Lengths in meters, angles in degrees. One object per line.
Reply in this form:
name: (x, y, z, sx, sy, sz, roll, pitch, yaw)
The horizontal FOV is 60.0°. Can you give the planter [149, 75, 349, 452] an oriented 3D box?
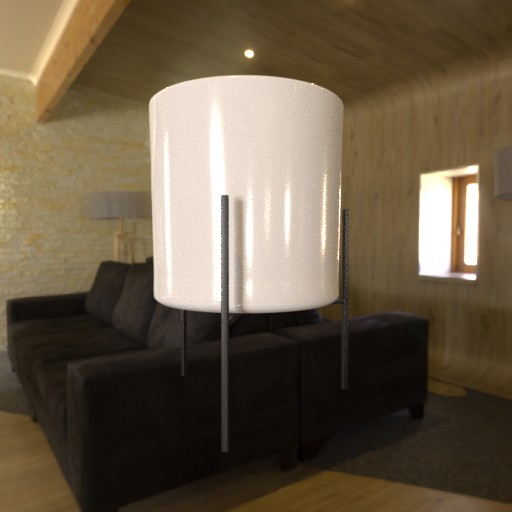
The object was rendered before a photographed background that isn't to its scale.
planter: (0.000, 0.000, 0.662, 0.308, 0.431, 0.307, -1, 2, -18)
